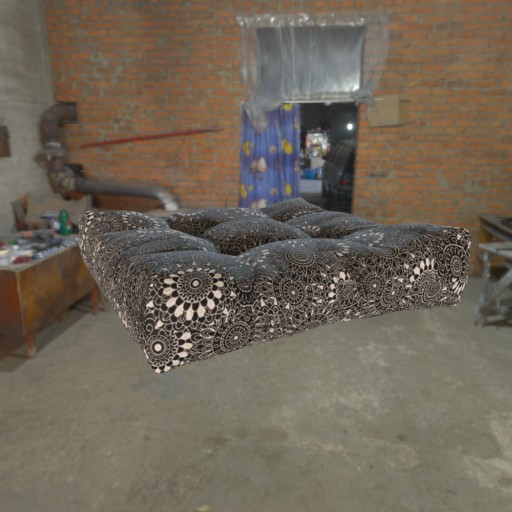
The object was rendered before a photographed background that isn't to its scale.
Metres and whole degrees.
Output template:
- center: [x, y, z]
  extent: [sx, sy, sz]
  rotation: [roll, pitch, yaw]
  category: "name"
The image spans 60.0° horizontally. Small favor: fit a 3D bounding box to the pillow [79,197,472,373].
- center: [0.000, 0.000, 0.724]
  extent: [0.490, 0.128, 0.468]
  rotation: [-8, 16, -28]
  category: "pillow"
